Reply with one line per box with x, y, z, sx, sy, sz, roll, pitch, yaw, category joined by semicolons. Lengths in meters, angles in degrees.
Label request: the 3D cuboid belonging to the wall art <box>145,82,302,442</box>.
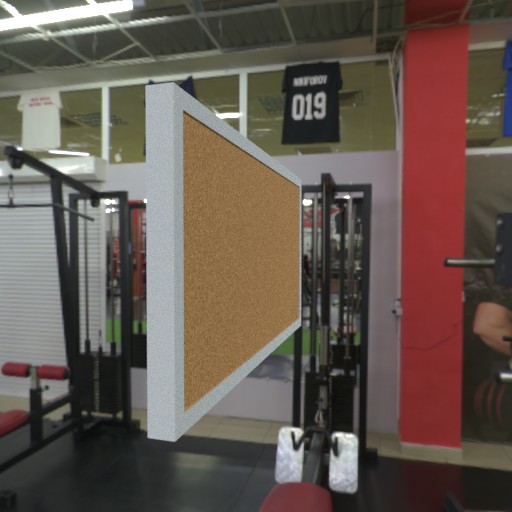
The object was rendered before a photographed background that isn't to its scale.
0.000;0.000;0.925;0.038;0.431;0.812;0;1;17;wall art
